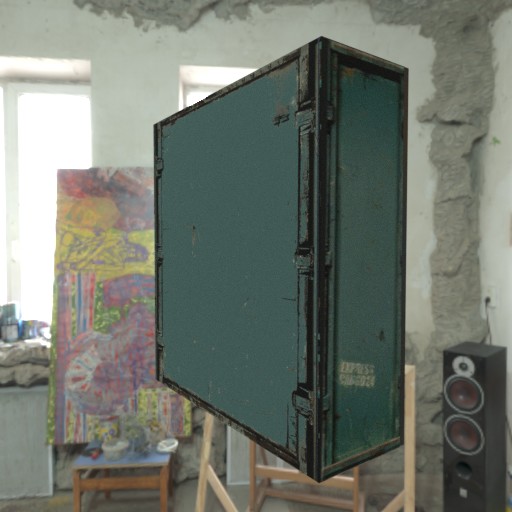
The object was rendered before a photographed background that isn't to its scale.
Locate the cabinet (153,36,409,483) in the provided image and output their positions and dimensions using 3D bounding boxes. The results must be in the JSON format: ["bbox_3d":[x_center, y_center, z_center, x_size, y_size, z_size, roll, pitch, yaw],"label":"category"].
[{"bbox_3d":[0.000,0.000,3.145,0.680,2.160,2.000,-2,3,-36],"label":"cabinet"}]
